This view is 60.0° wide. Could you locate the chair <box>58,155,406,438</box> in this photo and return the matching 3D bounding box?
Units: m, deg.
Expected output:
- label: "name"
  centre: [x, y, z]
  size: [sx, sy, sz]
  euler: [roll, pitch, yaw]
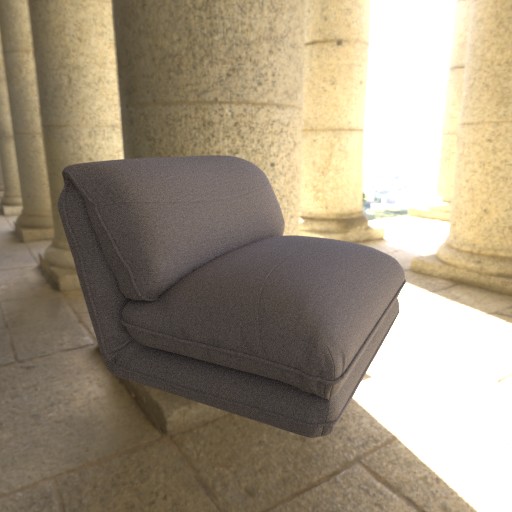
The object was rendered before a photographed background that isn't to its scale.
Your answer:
- label: "chair"
  centre: [0.000, 0.000, 1.339]
  size: [0.780, 0.580, 0.820]
  euler: [7, 16, 27]
